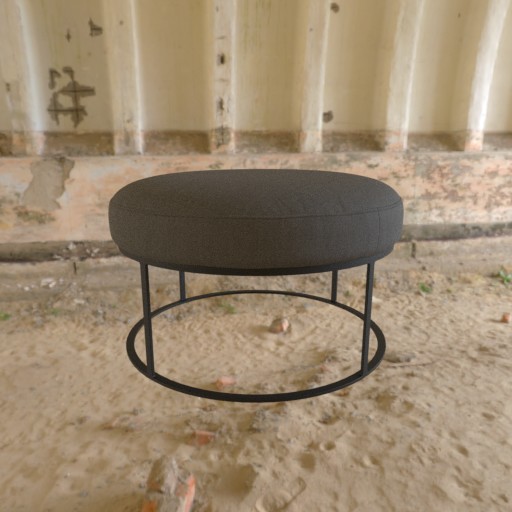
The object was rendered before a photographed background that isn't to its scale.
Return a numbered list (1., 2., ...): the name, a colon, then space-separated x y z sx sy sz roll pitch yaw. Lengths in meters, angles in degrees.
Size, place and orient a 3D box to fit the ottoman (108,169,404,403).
1. ottoman: 0.000 0.000 1.239 0.772 0.460 0.772 0 14 0
